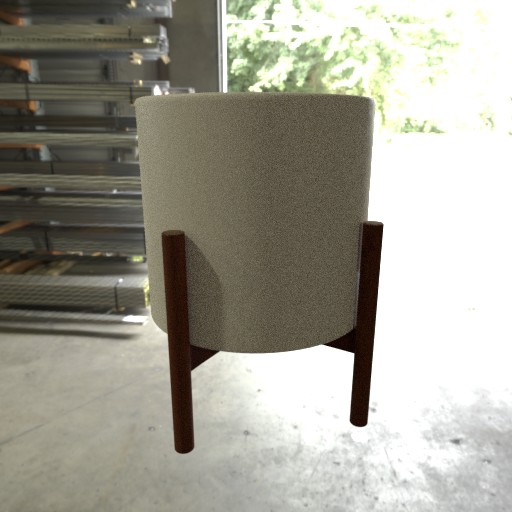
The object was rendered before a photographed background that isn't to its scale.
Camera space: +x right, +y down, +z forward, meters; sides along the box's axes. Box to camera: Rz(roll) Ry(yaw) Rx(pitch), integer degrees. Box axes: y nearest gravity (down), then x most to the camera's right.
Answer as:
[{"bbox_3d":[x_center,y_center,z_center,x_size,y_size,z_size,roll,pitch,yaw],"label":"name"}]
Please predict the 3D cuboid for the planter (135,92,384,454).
[{"bbox_3d":[0.000,0.000,0.876,0.421,0.581,0.420,-3,17,-10],"label":"planter"}]
